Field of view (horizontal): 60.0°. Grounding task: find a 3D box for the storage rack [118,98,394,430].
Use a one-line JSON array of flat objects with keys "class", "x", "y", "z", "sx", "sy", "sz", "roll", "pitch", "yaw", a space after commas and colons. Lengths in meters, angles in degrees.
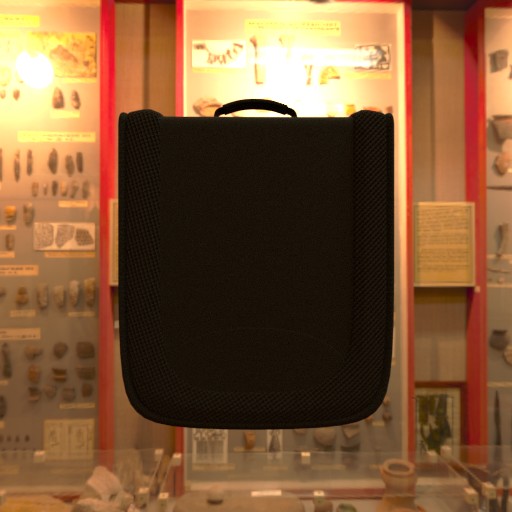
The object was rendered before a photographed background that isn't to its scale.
[{"class": "storage rack", "x": 0.000, "y": 0.000, "z": 0.554, "sx": 0.297, "sy": 0.387, "sz": 0.168, "roll": 0, "pitch": 0, "yaw": 0}]
